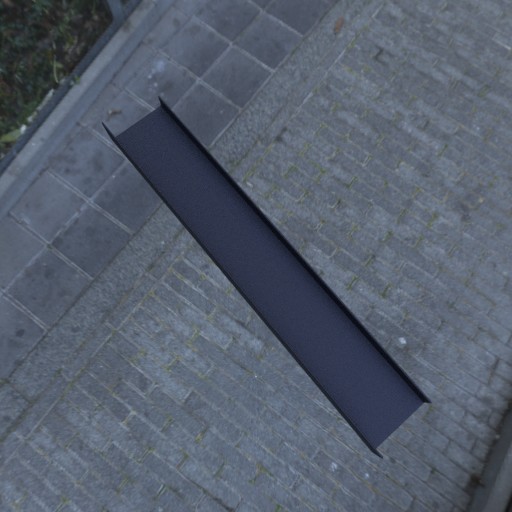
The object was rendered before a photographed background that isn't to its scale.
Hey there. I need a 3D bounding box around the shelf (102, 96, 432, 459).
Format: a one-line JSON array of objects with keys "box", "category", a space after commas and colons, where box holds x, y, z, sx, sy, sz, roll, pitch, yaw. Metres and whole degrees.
[{"box": [0.000, 0.000, 0.637, 0.102, 0.053, 0.605, -39, 78, -10], "category": "shelf"}]
